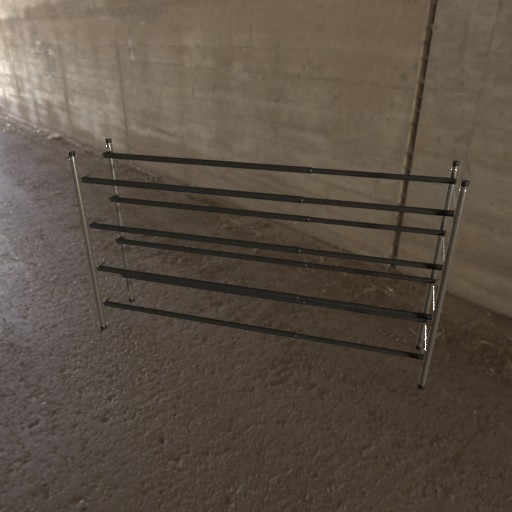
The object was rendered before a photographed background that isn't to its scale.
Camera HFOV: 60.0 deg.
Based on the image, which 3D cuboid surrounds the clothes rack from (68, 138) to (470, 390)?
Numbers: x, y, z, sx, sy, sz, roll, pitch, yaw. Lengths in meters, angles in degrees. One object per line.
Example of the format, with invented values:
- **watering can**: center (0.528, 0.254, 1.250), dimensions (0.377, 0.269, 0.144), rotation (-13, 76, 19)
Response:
- **clothes rack**: center (0.000, 0.000, 1.483), dimensions (1.168, 0.672, 0.229), rotation (7, 27, 14)
